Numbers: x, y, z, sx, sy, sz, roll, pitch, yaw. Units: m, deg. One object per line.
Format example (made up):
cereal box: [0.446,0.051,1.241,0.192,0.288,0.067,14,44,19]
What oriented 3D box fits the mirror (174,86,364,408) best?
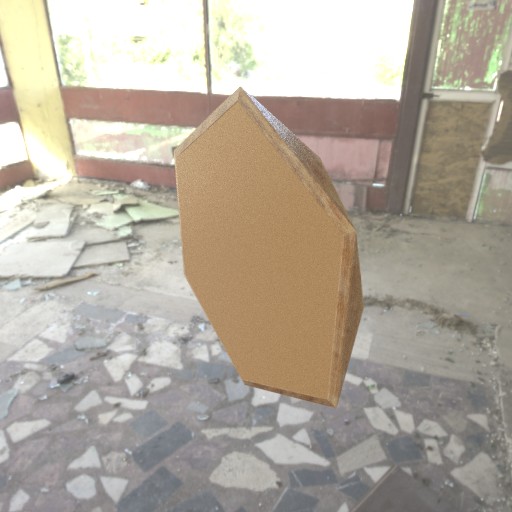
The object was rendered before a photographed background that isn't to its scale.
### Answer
mirror: [0.000,0.000,1.075,0.091,0.779,0.675,-18,32,-31]
